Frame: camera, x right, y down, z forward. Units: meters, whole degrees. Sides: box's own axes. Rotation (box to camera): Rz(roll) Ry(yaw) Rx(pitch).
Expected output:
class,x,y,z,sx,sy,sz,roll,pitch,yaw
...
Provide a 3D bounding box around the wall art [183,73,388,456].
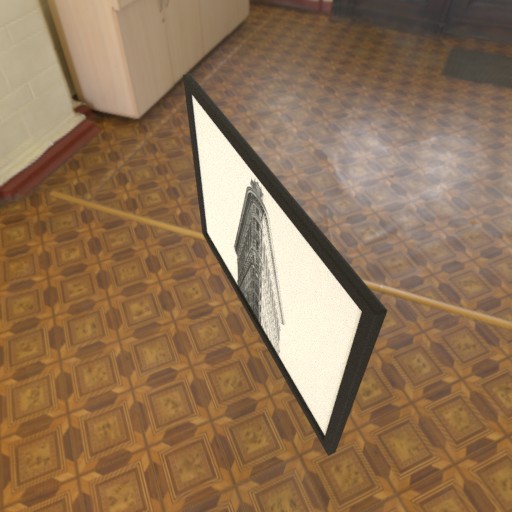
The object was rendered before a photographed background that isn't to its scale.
class,x,y,z,sx,sy,sz,roll,pitch,yaw
wall art,0.000,0.000,1.268,0.049,0.659,0.964,-18,50,-16
